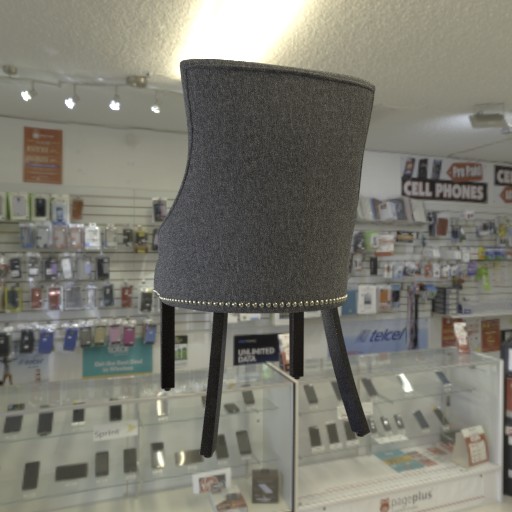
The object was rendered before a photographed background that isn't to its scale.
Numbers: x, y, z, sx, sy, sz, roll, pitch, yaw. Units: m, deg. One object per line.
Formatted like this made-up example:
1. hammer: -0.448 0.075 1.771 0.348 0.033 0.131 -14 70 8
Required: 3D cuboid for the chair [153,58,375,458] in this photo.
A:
1. chair: 0.000 0.000 1.316 0.566 0.909 0.629 0 0 -17
